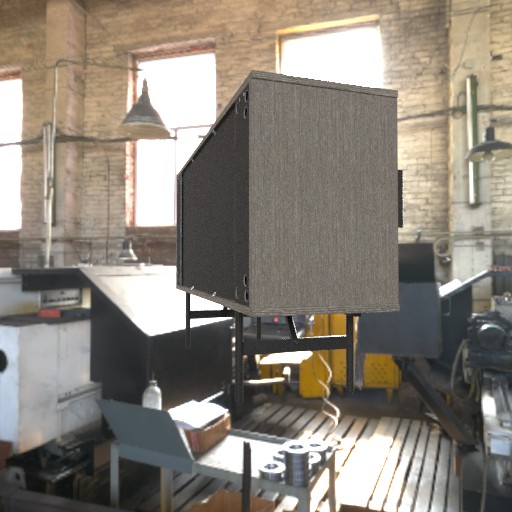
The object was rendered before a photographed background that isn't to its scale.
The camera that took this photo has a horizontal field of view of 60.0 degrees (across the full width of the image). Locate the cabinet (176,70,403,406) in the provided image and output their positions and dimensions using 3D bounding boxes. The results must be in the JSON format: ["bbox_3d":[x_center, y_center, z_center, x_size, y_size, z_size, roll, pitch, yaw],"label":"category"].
[{"bbox_3d":[0.000,0.000,1.586,0.405,0.787,1.194,0,-1,-18],"label":"cabinet"}]
